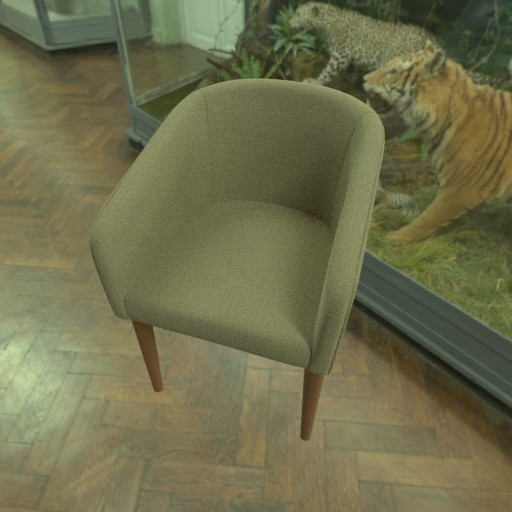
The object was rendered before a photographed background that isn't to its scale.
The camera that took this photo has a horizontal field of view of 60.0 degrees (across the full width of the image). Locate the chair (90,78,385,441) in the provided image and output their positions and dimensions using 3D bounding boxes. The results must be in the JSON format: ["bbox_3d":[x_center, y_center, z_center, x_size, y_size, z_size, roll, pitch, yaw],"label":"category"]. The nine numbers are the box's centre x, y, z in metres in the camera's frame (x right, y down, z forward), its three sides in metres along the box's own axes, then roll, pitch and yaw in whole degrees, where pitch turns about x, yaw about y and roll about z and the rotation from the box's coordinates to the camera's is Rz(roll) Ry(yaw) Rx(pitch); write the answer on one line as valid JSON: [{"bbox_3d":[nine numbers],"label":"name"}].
[{"bbox_3d":[0.000,0.000,1.233,0.584,0.775,0.616,13,42,15],"label":"chair"}]
